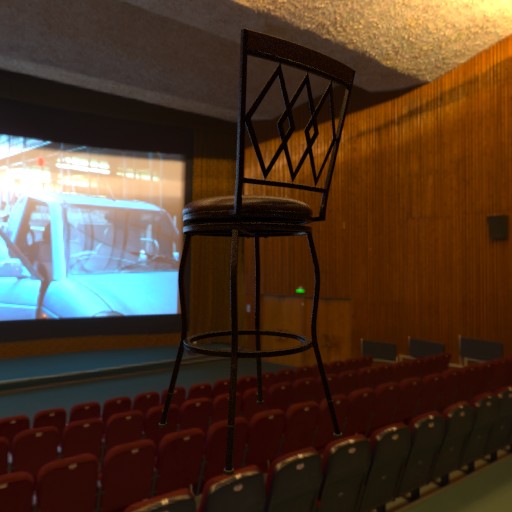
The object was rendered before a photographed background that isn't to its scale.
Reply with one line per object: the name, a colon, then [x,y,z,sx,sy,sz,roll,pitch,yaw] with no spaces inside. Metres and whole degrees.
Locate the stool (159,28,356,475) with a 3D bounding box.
stool: [0.000,0.000,1.405,0.432,1.134,0.521,1,-1,-36]
